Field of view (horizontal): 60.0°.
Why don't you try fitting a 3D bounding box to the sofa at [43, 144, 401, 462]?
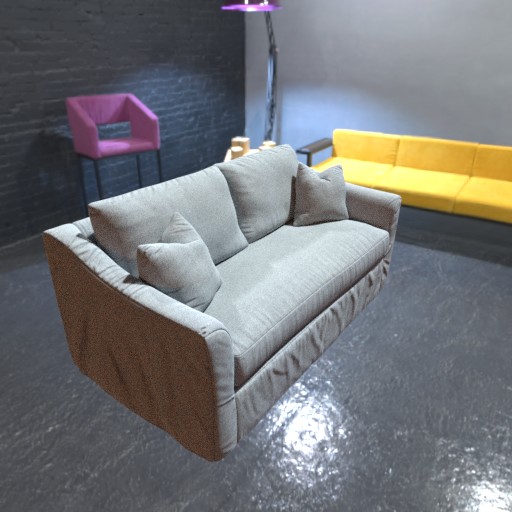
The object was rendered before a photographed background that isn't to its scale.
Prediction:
[{"bbox_3d":[0.000,0.000,2.668,1.072,1.018,2.010,18,32,32],"label":"sofa"}]
